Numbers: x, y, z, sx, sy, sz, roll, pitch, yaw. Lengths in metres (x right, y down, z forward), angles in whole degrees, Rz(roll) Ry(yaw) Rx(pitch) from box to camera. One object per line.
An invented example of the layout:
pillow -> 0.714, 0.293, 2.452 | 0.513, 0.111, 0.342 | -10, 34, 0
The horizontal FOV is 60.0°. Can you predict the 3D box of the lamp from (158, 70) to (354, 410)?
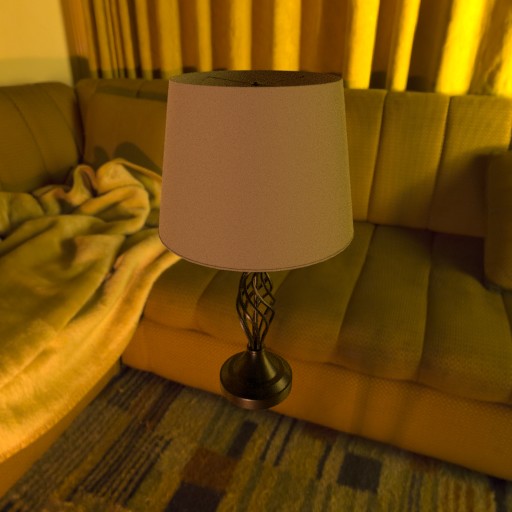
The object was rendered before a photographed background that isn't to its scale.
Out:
lamp -> 0.000, 0.000, 0.790 | 0.331, 0.594, 0.331 | 0, 27, 0
